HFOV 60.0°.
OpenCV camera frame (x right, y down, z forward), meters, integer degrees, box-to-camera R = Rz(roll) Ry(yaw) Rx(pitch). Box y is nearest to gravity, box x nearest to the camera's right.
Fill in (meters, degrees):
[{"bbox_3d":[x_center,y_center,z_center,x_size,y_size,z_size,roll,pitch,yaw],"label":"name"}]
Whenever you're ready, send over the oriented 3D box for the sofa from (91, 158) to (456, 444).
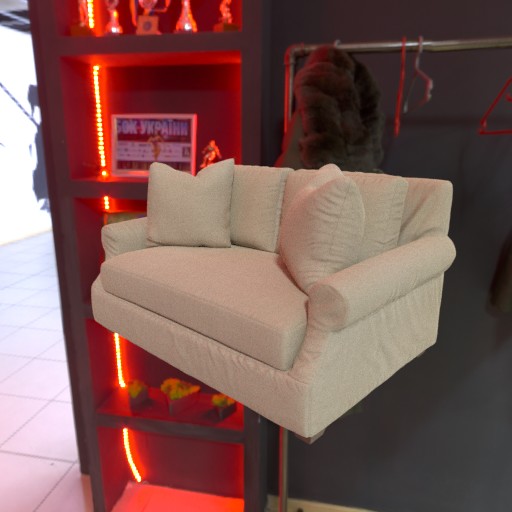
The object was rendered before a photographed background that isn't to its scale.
[{"bbox_3d":[0.000,0.000,2.158,1.550,0.905,1.070,13,20,42],"label":"sofa"}]
